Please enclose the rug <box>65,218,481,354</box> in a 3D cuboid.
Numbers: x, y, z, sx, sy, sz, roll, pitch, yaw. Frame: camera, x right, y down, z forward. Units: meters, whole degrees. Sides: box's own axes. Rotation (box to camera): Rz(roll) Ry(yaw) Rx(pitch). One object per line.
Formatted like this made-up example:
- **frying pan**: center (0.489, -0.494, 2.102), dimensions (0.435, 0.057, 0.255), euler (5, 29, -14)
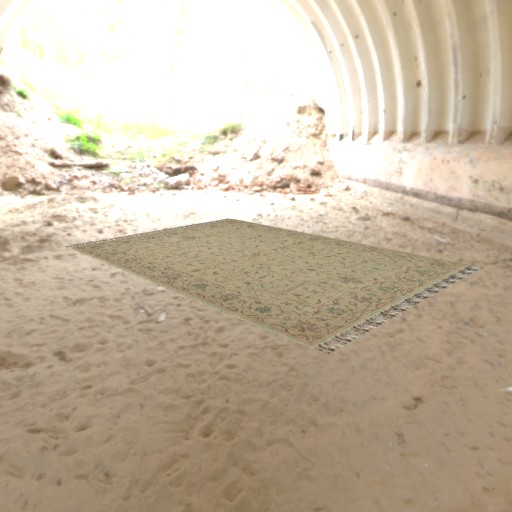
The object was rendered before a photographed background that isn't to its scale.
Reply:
- **rug**: center (0.000, 0.000, 2.293), dimensions (1.247, 0.008, 1.802), euler (-15, 21, -43)
